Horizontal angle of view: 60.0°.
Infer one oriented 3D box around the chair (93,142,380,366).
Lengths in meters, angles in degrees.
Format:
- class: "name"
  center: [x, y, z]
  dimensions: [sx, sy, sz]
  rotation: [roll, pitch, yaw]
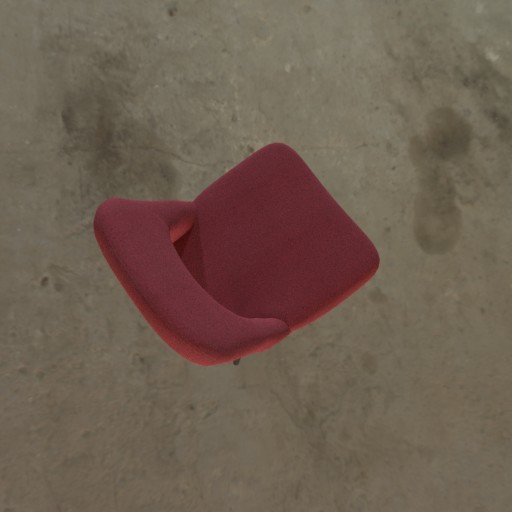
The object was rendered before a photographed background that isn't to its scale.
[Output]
- class: "chair"
  center: [0.000, 0.000, 1.224]
  dimensions: [0.569, 0.892, 0.483]
  rotation: [-36, 79, -8]
